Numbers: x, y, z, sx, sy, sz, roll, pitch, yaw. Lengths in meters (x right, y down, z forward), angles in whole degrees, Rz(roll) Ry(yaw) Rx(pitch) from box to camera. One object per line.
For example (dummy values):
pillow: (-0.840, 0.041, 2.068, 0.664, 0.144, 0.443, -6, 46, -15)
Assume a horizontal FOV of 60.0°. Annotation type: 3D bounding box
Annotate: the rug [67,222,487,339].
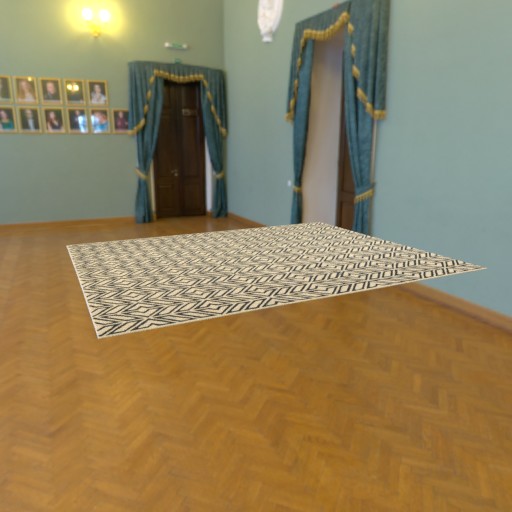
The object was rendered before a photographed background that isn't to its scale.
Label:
rug: (0.000, 0.000, 4.043, 3.045, 0.008, 2.421, -7, 16, -25)
